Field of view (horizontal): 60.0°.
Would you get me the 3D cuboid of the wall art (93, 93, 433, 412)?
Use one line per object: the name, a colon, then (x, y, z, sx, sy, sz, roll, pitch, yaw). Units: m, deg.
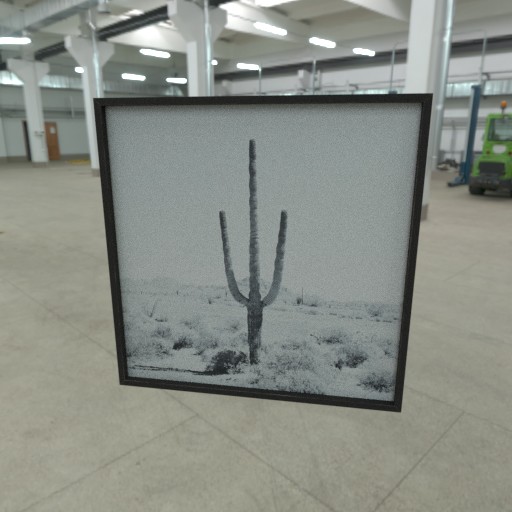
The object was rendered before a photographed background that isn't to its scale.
wall art: (0.000, 0.000, 0.451, 0.305, 0.305, 0.038, 3, 16, 9)
